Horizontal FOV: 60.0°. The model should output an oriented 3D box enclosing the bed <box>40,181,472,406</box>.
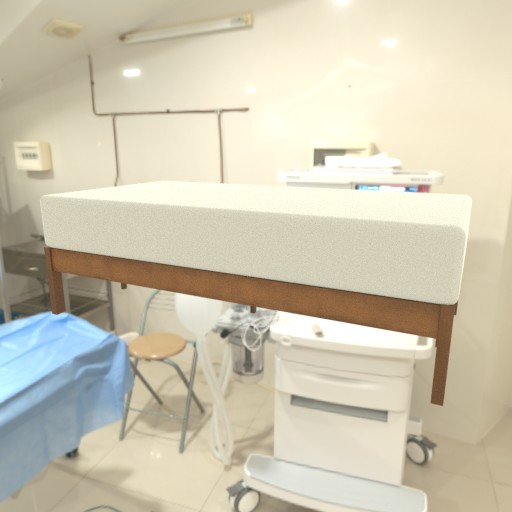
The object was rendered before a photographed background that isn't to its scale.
[{"bbox_3d":[0.000,0.000,2.245,1.902,0.616,0.961,7,16,25],"label":"bed"}]
